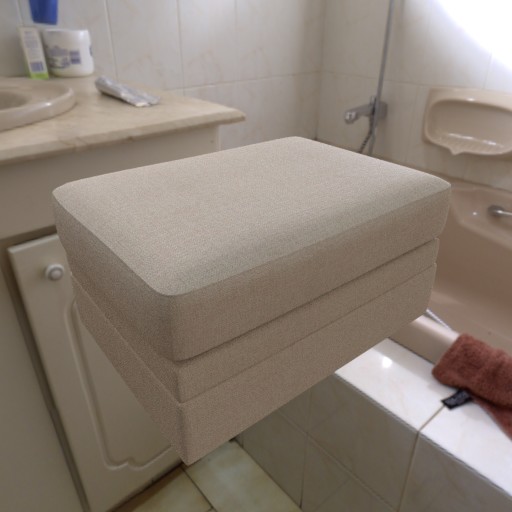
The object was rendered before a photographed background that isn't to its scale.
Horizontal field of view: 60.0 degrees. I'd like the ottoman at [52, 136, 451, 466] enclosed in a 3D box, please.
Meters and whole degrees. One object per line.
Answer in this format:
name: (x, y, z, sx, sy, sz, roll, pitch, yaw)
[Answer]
ottoman: (0.000, 0.000, 1.225, 0.885, 0.478, 0.637, -21, 35, -33)
